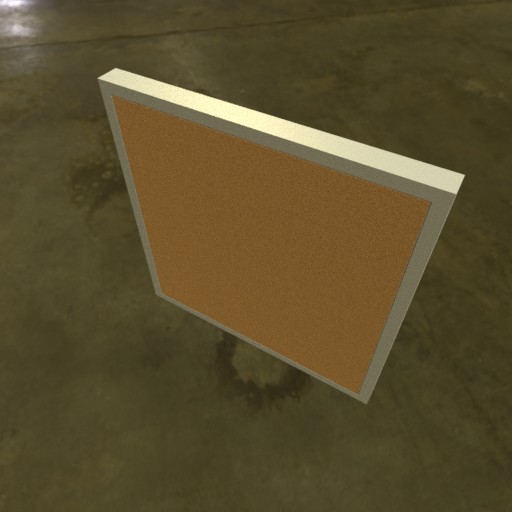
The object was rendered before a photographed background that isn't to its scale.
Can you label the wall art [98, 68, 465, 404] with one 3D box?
[{"bbox_3d":[0.000,0.000,0.744,0.506,0.506,0.038,24,52,20],"label":"wall art"}]
